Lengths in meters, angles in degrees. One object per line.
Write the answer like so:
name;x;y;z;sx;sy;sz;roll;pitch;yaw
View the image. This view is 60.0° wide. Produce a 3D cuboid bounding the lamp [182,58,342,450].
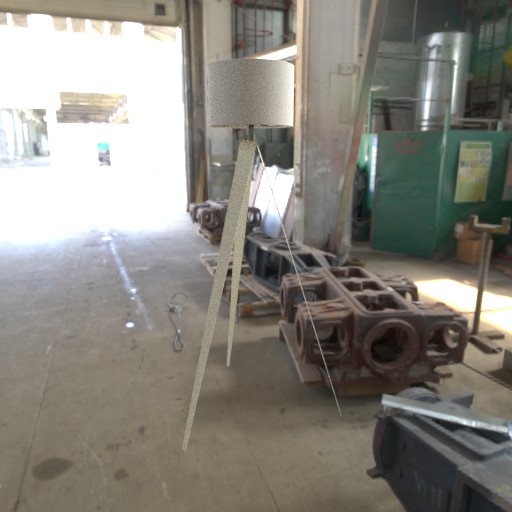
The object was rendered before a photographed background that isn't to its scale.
lamp;0.000;0.000;1.886;0.724;1.524;0.716;7;15;26
